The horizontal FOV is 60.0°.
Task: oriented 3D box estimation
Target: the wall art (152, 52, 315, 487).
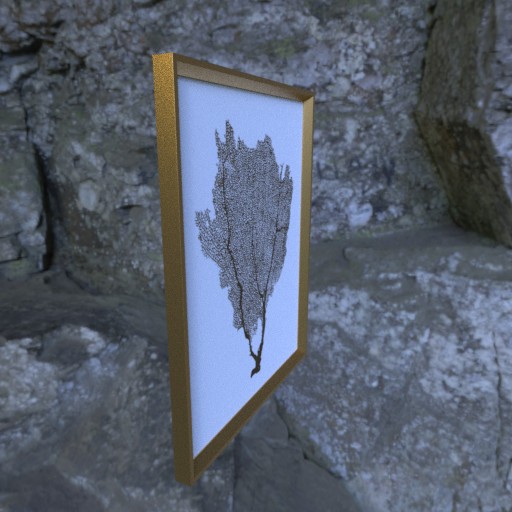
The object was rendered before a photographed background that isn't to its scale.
[{"bbox_3d":[0.000,0.000,1.017,0.038,0.762,0.610,7,16,26],"label":"wall art"}]
